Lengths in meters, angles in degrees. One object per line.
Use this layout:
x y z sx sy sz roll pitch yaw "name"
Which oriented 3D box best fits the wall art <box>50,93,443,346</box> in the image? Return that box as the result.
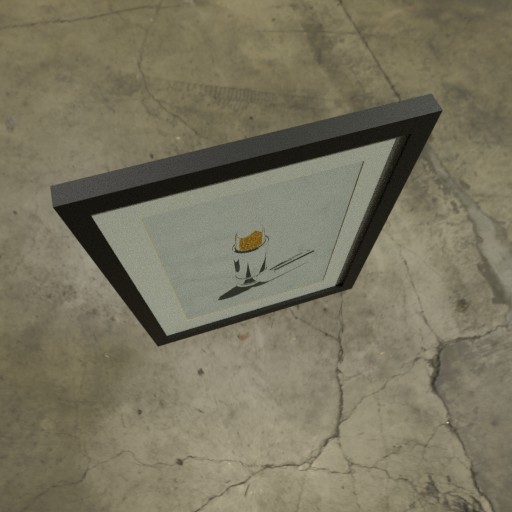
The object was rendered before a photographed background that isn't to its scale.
0.000 0.000 0.753 0.457 0.559 0.029 -16 65 -8 "wall art"
